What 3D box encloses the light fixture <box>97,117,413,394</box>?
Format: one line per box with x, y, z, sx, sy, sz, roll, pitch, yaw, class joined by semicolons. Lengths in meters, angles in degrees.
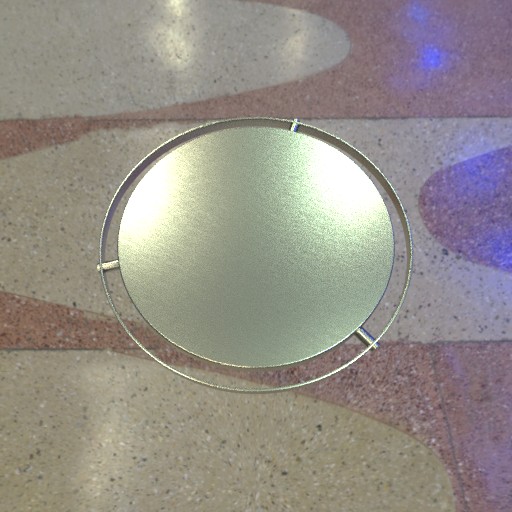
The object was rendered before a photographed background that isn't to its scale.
0.000;0.000;0.568;0.361;0.130;0.361;0;62;0;light fixture
